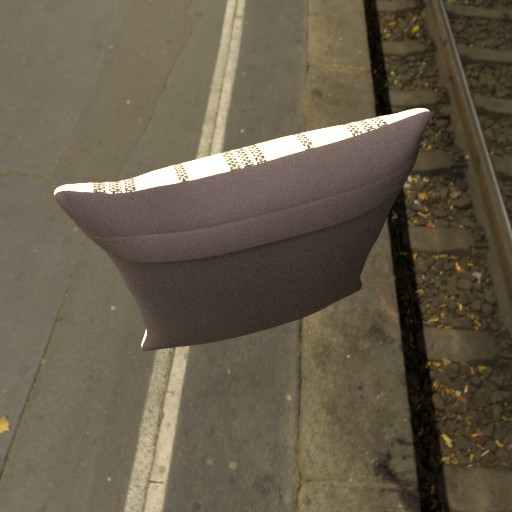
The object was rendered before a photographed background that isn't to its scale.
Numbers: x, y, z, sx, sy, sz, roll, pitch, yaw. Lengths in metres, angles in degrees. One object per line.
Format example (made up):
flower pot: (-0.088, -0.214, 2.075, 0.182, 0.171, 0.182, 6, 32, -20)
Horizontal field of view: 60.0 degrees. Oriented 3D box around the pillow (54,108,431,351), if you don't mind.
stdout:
pillow: (0.000, 0.000, 0.619, 0.405, 0.406, 0.173, -15, 58, -9)
